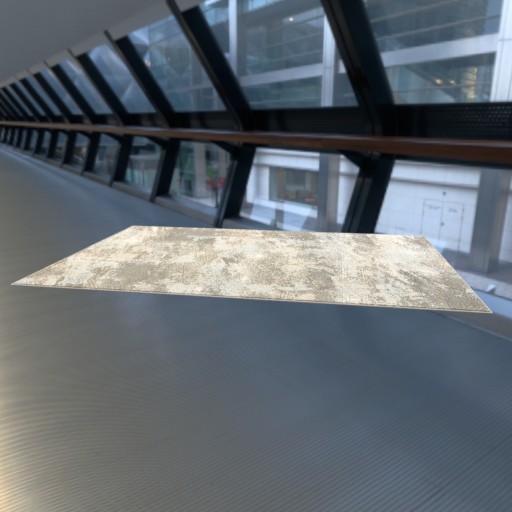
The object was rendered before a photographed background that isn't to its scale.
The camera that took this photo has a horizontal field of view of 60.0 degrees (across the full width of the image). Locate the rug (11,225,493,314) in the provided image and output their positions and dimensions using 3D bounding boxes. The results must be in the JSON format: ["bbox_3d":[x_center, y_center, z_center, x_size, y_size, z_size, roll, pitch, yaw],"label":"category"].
[{"bbox_3d":[0.000,0.000,2.931,2.431,0.012,1.536,3,16,9],"label":"rug"}]
